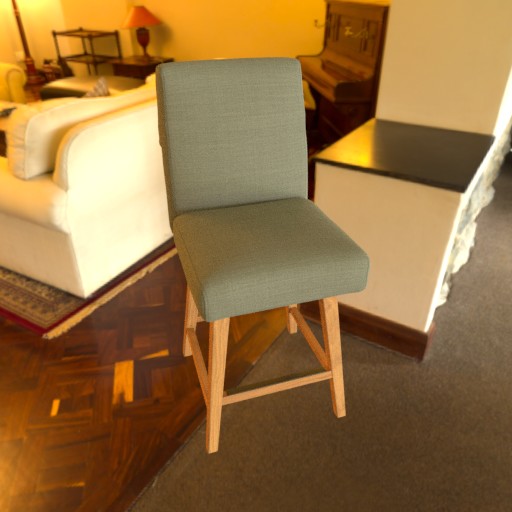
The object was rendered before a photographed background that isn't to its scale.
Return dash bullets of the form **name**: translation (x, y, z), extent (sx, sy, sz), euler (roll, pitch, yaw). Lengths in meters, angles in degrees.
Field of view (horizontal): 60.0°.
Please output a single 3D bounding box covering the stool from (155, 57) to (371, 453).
- **stool**: translation (0.000, 0.000, 1.319), extent (0.459, 1.019, 0.570), euler (-9, 33, -15)
